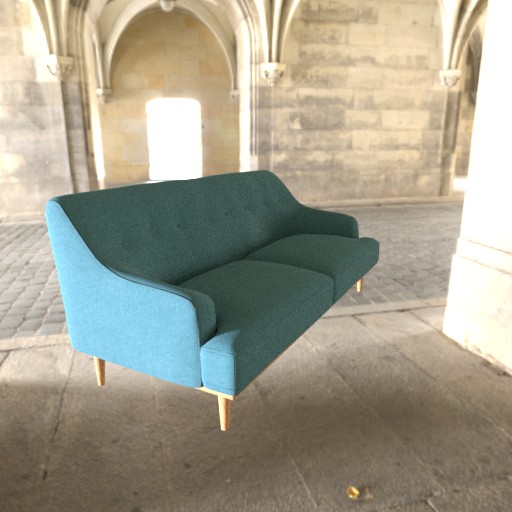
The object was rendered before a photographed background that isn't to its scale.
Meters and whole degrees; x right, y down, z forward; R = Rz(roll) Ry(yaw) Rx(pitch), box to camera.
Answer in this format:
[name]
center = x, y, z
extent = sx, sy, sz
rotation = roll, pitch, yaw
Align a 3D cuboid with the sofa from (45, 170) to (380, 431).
[sofa]
center = 0.000, 0.000, 2.586
extent = 0.978, 0.871, 2.057
rotation = 8, 17, 28
